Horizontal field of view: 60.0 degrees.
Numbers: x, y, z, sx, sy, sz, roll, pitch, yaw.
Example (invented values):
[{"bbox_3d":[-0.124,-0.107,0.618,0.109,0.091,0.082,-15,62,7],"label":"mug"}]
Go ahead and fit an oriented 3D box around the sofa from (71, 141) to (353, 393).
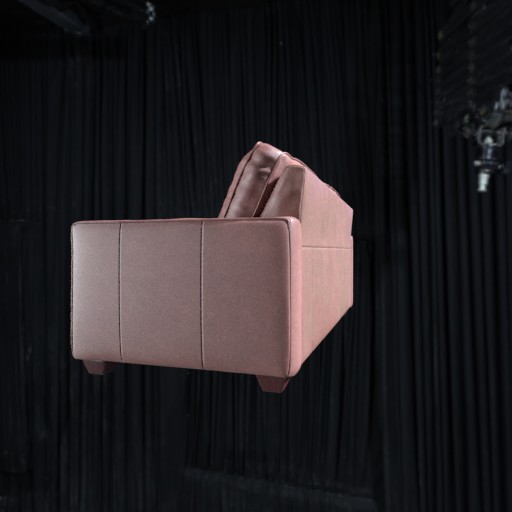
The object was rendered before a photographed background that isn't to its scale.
[{"bbox_3d":[0.000,0.000,2.579,0.940,0.919,2.080,0,1,18],"label":"sofa"}]
